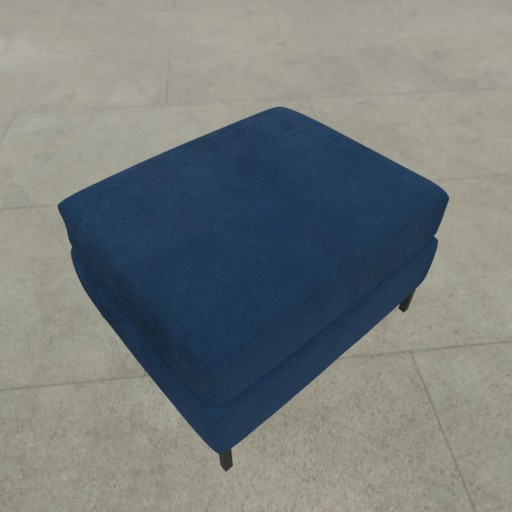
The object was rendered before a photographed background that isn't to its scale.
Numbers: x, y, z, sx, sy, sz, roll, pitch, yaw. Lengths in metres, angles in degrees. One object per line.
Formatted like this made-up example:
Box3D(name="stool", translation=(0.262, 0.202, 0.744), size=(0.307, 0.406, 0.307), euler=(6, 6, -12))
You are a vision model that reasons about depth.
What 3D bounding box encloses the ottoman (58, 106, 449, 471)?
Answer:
Box3D(name="ottoman", translation=(0.000, 0.000, 1.206), size=(0.794, 0.485, 0.655), euler=(-32, 54, -28))
